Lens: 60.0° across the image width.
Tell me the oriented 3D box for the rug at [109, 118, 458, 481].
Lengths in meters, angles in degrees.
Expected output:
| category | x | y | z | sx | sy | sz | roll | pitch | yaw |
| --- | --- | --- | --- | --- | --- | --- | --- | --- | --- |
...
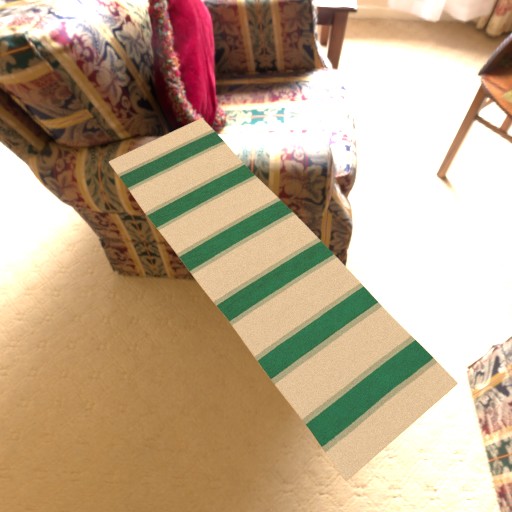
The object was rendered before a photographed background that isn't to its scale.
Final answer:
| category | x | y | z | sx | sy | sz | roll | pitch | yaw |
| --- | --- | --- | --- | --- | --- | --- | --- | --- | --- |
| rug | 0.000 | 0.000 | 2.653 | 0.768 | 0.012 | 2.438 | -31 | 63 | -18 |
